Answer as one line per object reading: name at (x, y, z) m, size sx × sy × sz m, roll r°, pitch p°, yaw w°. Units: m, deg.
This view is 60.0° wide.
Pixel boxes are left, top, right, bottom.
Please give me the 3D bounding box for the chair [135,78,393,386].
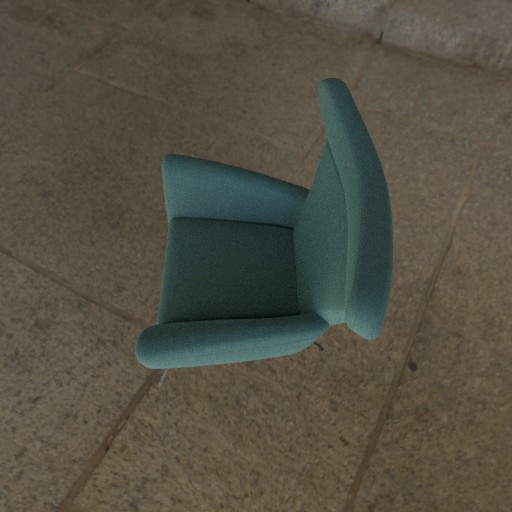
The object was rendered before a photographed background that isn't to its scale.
chair at (0.000, 0.000, 1.803) m, size 0.900 × 0.980 × 1.050 m, roll 0°, pitch 57°, yaw 0°
